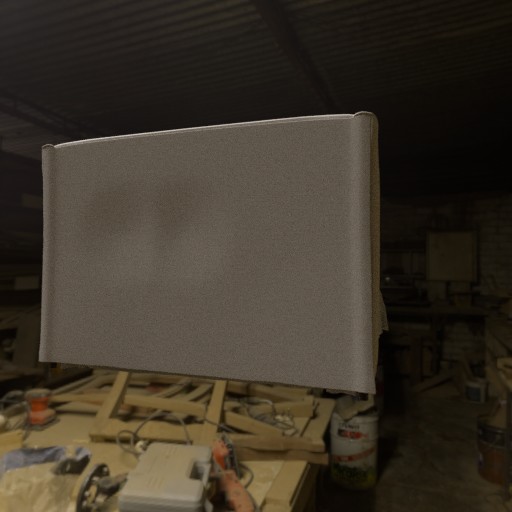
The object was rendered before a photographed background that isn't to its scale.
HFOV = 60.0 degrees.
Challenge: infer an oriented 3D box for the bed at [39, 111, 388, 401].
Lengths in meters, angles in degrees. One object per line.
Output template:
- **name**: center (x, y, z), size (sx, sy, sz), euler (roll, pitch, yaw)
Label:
- **bed**: center (0.000, 0.000, 3.353), size (1.925, 1.332, 2.276), euler (0, 0, 19)
